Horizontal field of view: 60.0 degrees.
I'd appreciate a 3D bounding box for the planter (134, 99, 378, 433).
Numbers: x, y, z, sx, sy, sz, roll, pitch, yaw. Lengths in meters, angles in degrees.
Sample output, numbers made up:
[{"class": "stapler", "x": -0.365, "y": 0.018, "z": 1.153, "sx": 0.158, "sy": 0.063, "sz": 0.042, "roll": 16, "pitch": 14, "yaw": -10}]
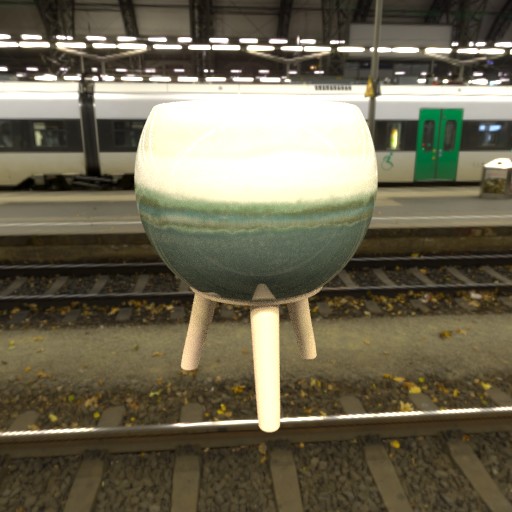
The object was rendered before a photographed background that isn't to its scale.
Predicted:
[{"class": "planter", "x": 0.000, "y": 0.000, "z": 0.436, "sx": 0.222, "sy": 0.278, "sz": 0.222, "roll": 0, "pitch": 15, "yaw": 0}]
